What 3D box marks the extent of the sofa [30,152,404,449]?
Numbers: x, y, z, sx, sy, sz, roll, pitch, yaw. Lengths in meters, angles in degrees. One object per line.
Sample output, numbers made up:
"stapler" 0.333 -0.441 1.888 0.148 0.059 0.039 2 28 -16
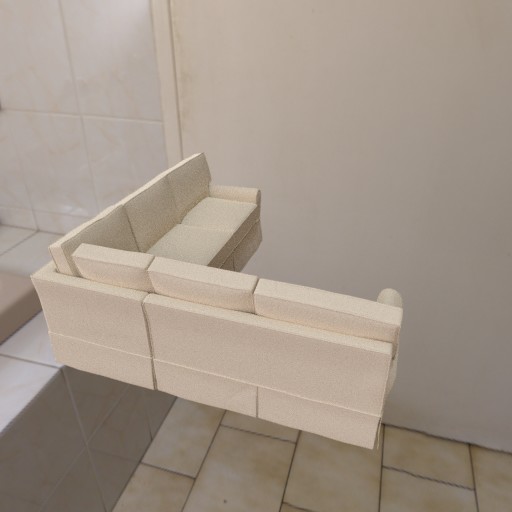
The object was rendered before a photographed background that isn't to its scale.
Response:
"sofa" 0.000 0.000 4.034 2.591 1.070 2.597 10 31 16
